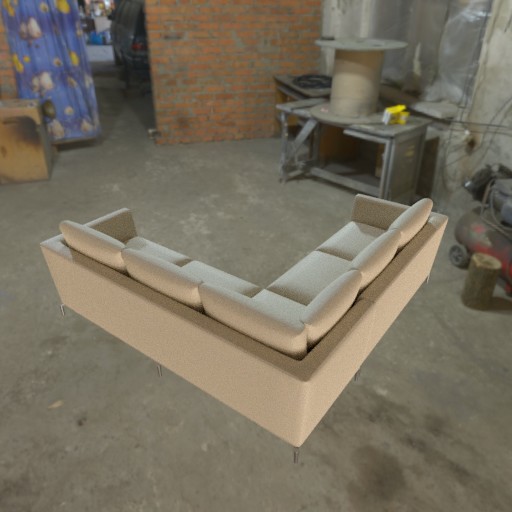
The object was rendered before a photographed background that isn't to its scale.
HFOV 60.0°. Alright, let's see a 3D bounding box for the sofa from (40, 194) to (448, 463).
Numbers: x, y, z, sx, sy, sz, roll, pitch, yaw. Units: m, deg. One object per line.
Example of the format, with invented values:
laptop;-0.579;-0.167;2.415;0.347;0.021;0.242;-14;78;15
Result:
sofa;0.000;0.000;3.785;2.448;0.867;2.430;21;36;31
